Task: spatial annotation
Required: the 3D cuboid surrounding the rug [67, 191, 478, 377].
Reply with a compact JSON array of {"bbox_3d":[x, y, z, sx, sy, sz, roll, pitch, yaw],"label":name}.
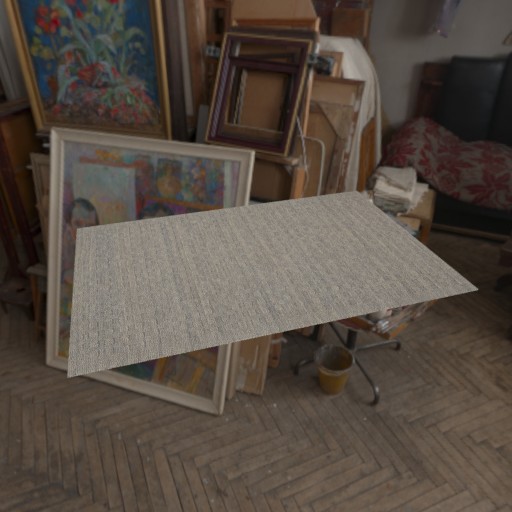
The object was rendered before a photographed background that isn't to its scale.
[{"bbox_3d":[0.000,0.000,2.249,1.752,0.006,1.142,-9,33,-15],"label":"rug"}]
